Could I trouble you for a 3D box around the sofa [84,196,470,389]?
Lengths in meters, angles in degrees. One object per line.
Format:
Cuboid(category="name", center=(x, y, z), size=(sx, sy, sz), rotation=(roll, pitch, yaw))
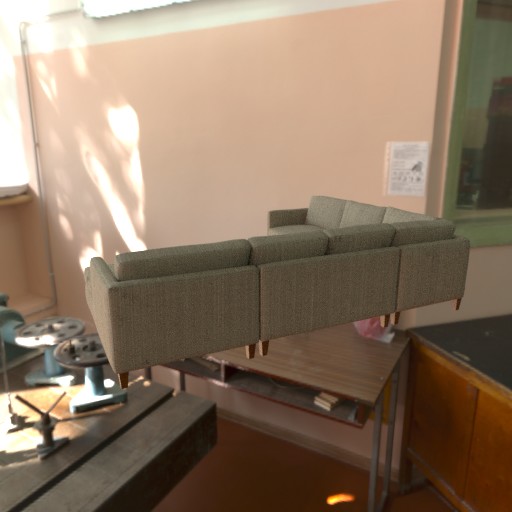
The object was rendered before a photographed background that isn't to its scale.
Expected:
Cuboid(category="sofa", center=(0.000, 0.000, 4.743), size=(3.460, 0.961, 2.594), rotation=(-7, 16, -26))
